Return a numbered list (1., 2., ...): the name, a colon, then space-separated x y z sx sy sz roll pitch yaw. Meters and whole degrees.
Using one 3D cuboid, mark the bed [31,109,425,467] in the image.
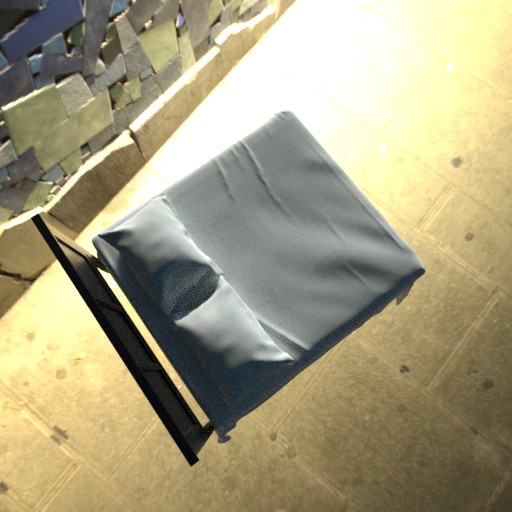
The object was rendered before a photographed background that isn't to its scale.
1. bed: 0.000 0.000 3.164 2.050 1.270 1.870 -36 78 -9
